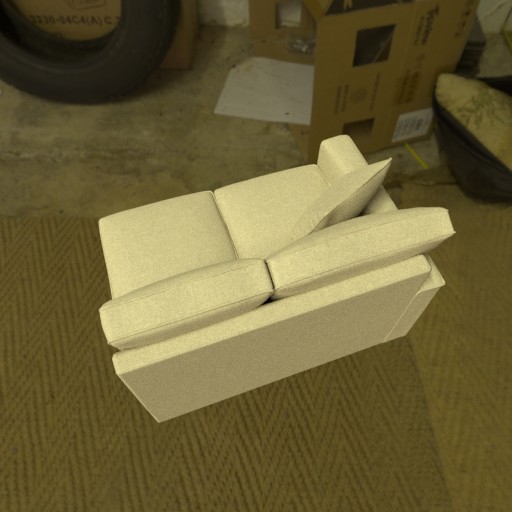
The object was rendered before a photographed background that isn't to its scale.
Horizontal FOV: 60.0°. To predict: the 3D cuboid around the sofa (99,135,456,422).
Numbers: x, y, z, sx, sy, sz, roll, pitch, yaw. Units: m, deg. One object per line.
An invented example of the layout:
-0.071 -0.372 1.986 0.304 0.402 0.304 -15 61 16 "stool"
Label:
0.000 0.000 2.126 1.388 0.989 0.991 -17 59 -11 "sofa"
